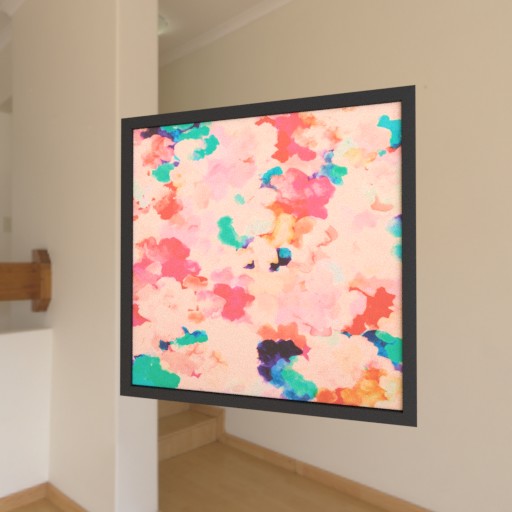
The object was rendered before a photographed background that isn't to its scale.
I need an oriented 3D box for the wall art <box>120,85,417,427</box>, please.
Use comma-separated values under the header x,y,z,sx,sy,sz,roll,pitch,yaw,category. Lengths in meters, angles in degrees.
x,y,z,sx,sy,sz,roll,pitch,yaw,category
0.000,0.000,0.745,0.506,0.503,0.036,0,-1,18,wall art
